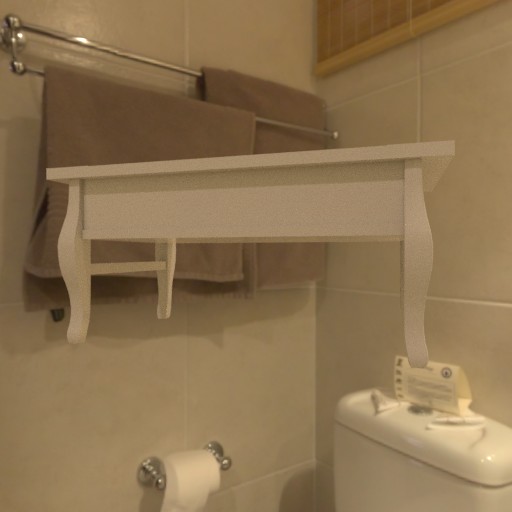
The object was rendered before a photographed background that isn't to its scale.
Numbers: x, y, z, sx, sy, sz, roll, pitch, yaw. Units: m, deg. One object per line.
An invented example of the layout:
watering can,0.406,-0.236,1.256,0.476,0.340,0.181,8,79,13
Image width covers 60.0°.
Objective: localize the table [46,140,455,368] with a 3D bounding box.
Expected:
table,0.000,0.000,1.376,1.062,0.495,0.600,0,0,17
